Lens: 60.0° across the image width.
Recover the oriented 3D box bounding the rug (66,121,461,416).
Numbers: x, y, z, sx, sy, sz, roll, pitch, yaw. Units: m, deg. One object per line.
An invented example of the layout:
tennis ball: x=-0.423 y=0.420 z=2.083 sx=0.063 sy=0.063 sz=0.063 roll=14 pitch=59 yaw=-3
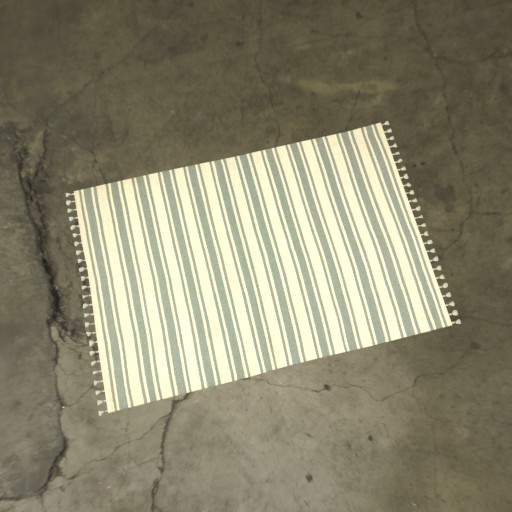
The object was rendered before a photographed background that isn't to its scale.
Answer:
rug: x=0.000 y=0.000 z=3.026 sx=2.410 sy=0.011 sz=1.539 roll=-13 pitch=76 yaw=-3
